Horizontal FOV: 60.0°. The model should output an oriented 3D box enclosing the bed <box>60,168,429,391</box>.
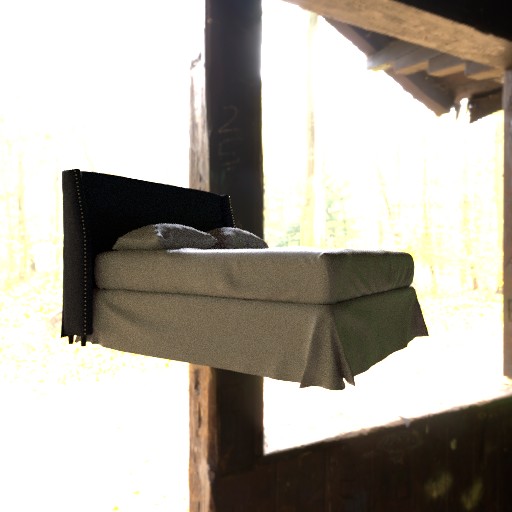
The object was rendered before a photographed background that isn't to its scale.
[{"bbox_3d":[0.000,0.000,3.480,2.276,1.332,1.925,0,1,34],"label":"bed"}]
